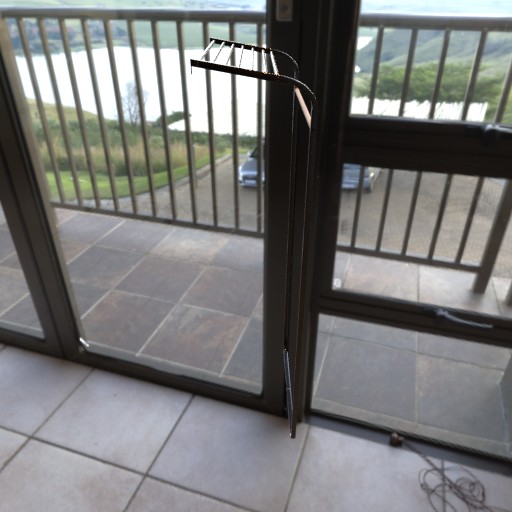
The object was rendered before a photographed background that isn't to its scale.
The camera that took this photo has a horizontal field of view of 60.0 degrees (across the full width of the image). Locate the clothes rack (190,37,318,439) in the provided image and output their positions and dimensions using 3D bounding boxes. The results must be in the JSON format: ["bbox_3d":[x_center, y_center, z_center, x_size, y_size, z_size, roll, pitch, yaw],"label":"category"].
[{"bbox_3d":[0.000,0.000,1.828,0.349,1.574,0.609,0,31,0],"label":"clothes rack"}]
